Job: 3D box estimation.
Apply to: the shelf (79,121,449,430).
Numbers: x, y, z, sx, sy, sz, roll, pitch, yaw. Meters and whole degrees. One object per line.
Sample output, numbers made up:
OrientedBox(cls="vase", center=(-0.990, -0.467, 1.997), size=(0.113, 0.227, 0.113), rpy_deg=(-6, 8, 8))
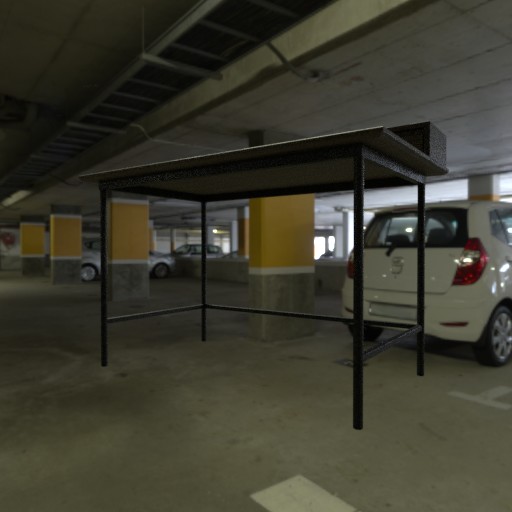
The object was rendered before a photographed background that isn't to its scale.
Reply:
OrientedBox(cls="shelf", center=(0.000, 0.000, 1.666), size=(1.212, 0.865, 0.685), rpy_deg=(1, 1, 35))
